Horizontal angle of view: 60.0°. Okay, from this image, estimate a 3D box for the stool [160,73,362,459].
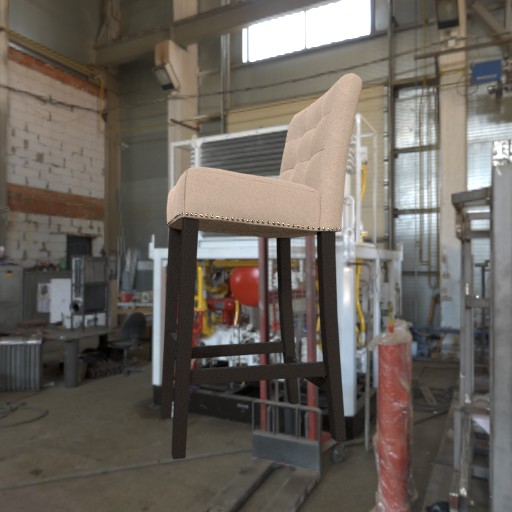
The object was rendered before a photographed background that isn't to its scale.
[{"bbox_3d":[0.000,0.000,1.375,0.548,1.047,0.411,0,-1,-18],"label":"stool"}]
